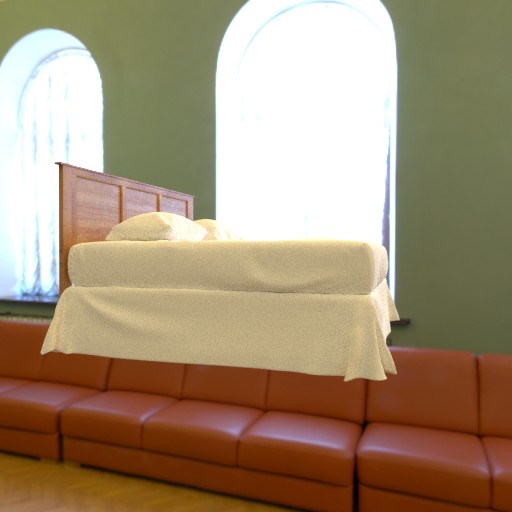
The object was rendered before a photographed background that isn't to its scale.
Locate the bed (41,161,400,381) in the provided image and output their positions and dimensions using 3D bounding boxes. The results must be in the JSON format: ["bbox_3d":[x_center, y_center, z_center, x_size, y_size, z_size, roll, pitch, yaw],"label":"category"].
[{"bbox_3d":[0.000,0.000,3.601,2.215,1.270,2.317,0,1,18],"label":"bed"}]
